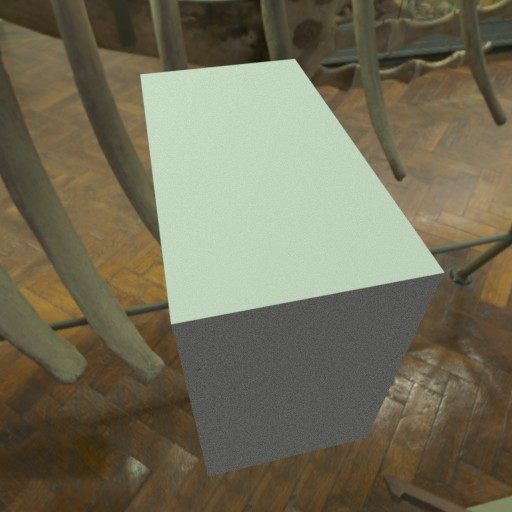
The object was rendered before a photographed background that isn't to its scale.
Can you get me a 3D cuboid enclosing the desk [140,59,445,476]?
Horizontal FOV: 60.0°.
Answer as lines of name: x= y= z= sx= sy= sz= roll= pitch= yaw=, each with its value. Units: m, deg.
desk: x=0.000 y=0.000 z=1.291 sx=0.482 sy=0.730 sz=0.898 roll=-10 pitch=47 yaw=-9
